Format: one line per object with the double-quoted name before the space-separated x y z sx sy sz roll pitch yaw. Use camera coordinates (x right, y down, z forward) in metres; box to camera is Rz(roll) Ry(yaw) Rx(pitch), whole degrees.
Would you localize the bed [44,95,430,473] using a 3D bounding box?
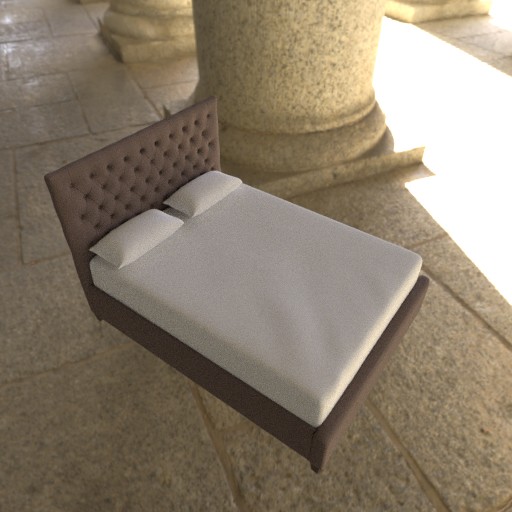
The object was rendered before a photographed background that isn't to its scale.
"bed" 0.000 0.000 3.337 2.233 1.426 1.696 26 47 27
